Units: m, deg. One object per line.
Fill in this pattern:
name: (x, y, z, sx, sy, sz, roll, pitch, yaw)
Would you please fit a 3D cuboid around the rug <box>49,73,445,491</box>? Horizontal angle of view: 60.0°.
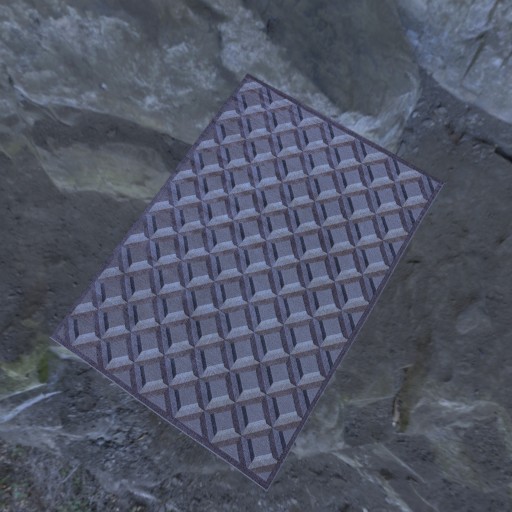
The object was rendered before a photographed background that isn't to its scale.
rug: (0.000, 0.000, 2.872, 1.600, 0.013, 2.260, 32, 77, 8)
